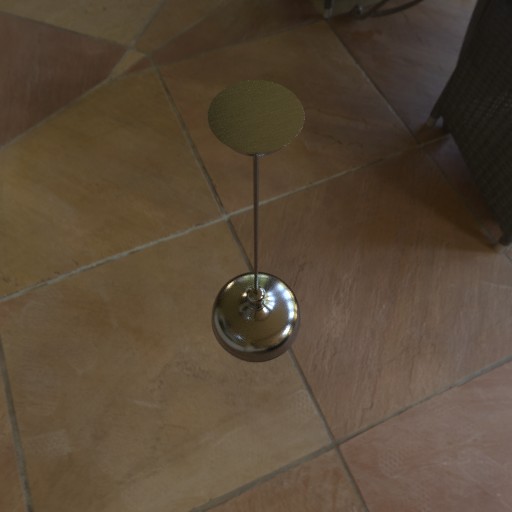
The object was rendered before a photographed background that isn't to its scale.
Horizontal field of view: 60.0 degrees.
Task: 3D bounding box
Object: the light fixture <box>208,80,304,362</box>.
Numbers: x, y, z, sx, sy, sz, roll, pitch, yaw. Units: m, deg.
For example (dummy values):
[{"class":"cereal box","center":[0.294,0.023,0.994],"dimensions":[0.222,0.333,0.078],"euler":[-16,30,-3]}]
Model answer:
[{"class":"light fixture","center":[0.000,0.000,1.071],"dimensions":[0.299,0.935,0.299],"euler":[-18,65,-9]}]
